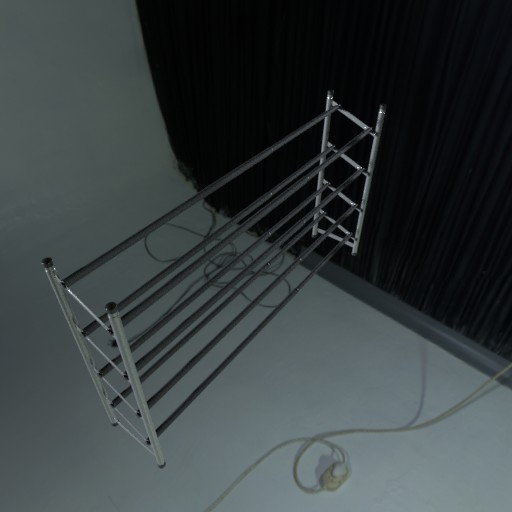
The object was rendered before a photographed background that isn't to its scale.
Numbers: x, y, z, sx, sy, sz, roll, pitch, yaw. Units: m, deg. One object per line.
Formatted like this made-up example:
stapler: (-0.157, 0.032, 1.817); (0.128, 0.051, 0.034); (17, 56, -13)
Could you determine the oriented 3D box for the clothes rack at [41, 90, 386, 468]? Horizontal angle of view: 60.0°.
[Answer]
clothes rack: (0.000, 0.000, 1.426); (0.229, 0.672, 1.168); (27, 48, 27)
